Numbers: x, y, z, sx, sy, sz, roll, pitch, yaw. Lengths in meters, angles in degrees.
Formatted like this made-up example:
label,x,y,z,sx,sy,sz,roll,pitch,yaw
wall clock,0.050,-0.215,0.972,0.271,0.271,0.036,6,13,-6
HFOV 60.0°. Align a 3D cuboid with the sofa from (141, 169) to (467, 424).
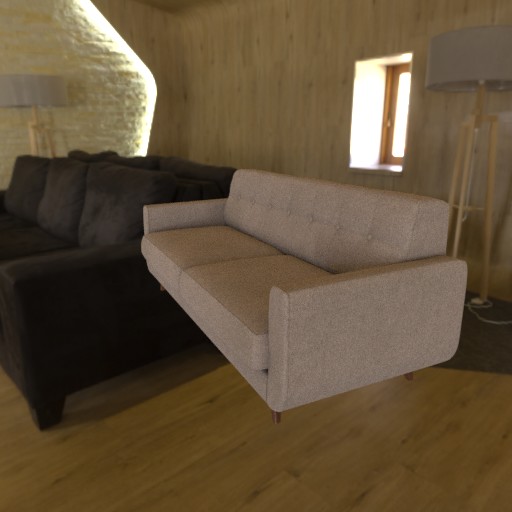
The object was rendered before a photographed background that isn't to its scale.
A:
label,x,y,z,sx,sy,sz,roll,pitch,yaw
sofa,0.000,0.000,2.488,0.909,0.841,2.029,-8,17,-25
